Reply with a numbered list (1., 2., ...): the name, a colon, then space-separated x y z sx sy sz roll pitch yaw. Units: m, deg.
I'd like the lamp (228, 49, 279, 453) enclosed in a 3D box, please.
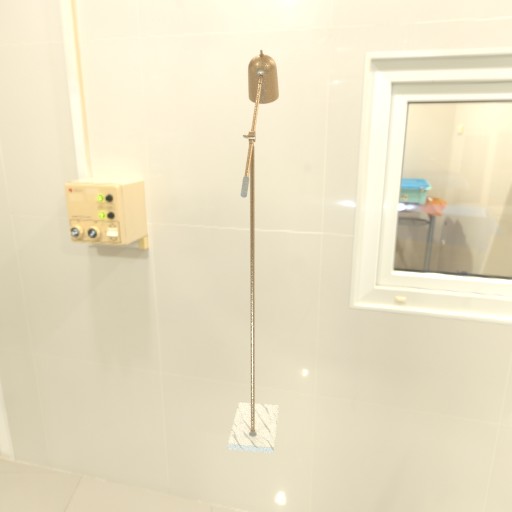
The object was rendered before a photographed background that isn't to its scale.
1. lamp: 0.000 0.000 1.807 0.194 1.594 0.653 2 16 7
